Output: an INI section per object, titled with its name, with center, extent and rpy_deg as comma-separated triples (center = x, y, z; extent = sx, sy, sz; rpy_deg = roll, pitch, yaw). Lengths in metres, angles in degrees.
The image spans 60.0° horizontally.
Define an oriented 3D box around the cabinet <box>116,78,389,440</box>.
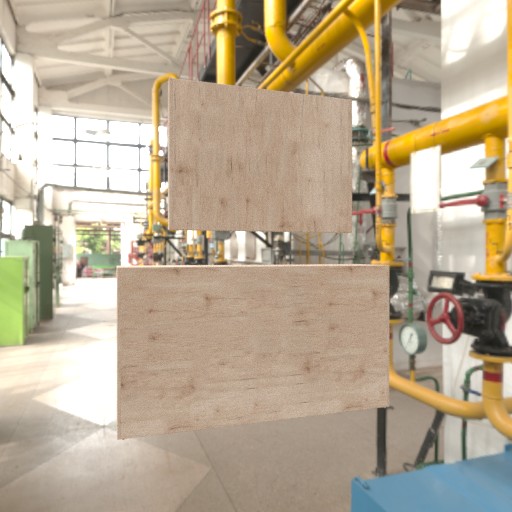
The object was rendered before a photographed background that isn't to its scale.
[cabinet]
center = 0.000, 0.000, 2.837
extent = 1.700, 1.981, 0.420
rpy_deg = 0, 0, -18
